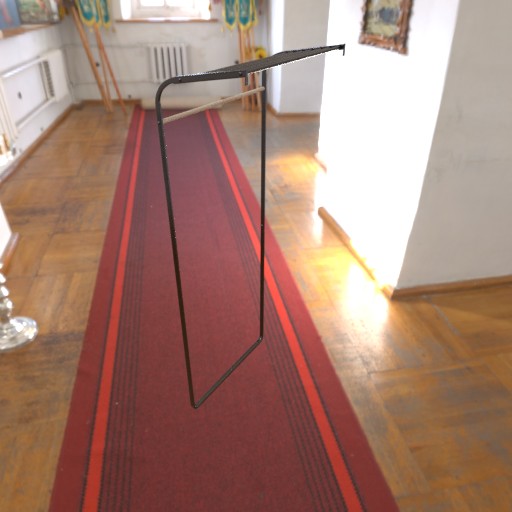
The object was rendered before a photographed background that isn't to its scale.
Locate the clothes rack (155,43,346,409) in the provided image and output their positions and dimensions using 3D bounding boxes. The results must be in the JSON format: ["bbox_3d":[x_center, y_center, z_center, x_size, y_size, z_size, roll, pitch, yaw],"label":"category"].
[{"bbox_3d":[0.000,0.000,1.849,0.349,1.574,0.609,20,38,28],"label":"clothes rack"}]
